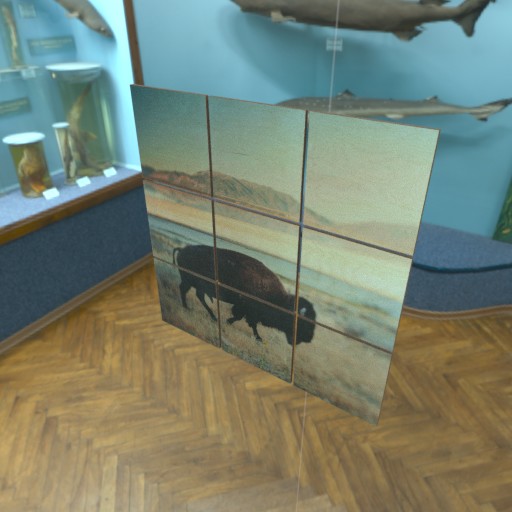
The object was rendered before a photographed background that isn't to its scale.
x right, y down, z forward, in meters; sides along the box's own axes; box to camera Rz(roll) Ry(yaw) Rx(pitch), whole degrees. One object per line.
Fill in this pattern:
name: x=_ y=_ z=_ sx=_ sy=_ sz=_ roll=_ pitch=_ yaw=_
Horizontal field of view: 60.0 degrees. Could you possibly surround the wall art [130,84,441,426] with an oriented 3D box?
wall art: x=0.000 y=0.000 z=1.351 sx=0.906 sy=0.904 sz=0.018 roll=19 pitch=36 yaw=29
